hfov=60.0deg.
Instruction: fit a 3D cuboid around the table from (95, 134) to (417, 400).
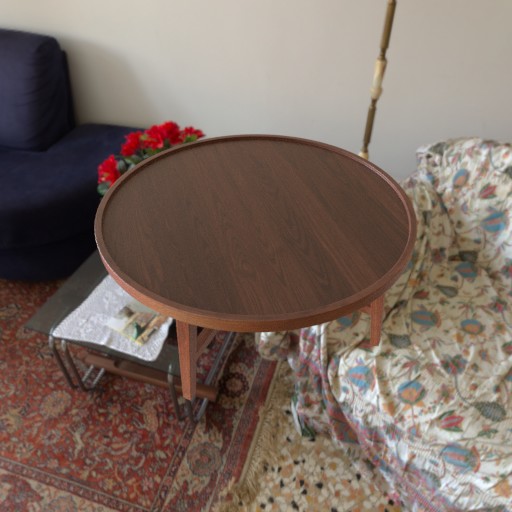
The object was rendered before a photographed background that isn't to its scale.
[{"bbox_3d":[0.000,0.000,1.256,0.800,0.360,0.800,0,41,0],"label":"table"}]
